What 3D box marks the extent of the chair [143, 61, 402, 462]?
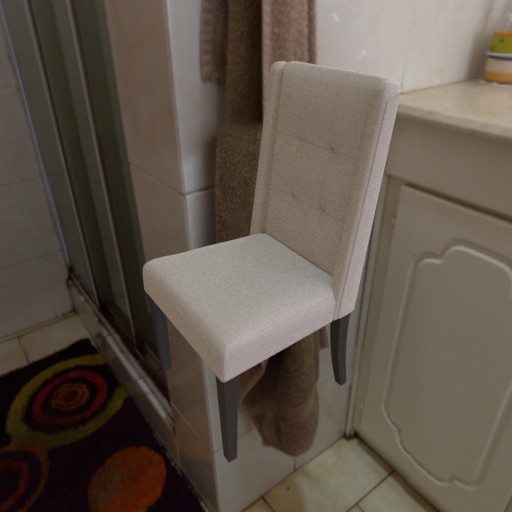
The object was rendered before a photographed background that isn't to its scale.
[{"bbox_3d":[0.000,0.000,1.268,0.523,0.961,0.474,-20,36,-29],"label":"chair"}]
